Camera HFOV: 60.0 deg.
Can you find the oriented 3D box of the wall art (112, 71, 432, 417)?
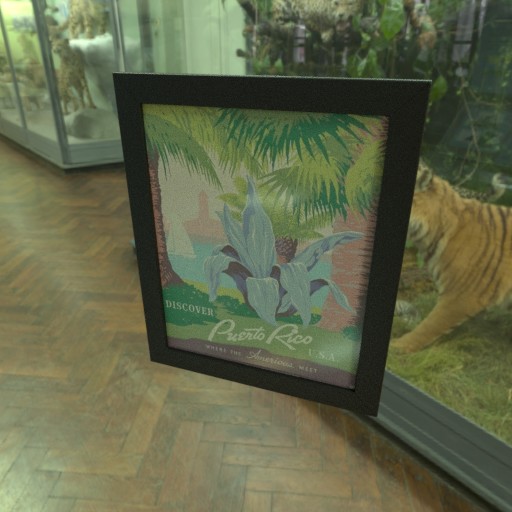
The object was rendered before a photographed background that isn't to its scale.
[{"bbox_3d":[0.000,0.000,0.770,0.481,0.582,0.018,9,28,17],"label":"wall art"}]
